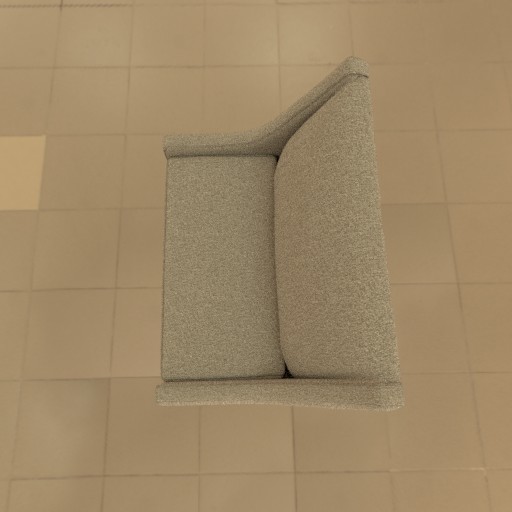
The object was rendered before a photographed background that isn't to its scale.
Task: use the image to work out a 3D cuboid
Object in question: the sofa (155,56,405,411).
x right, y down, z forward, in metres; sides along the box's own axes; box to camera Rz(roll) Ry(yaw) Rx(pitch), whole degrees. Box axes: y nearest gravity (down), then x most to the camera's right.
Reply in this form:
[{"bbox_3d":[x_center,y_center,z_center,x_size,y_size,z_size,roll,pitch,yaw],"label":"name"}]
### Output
[{"bbox_3d":[0.000,0.000,1.928,0.862,1.026,1.242,-1,75,0],"label":"sofa"}]
